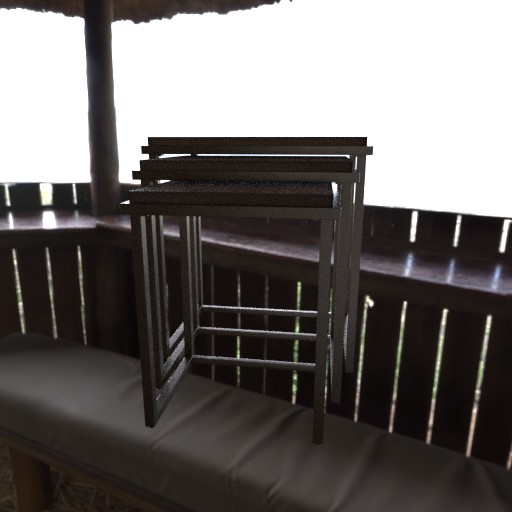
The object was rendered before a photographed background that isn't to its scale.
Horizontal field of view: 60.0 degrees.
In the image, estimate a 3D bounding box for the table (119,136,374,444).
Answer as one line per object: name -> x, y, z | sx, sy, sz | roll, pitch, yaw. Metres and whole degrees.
table -> 0.000, 0.000, 1.173 | 0.559, 0.610, 0.706 | 2, 15, 8
